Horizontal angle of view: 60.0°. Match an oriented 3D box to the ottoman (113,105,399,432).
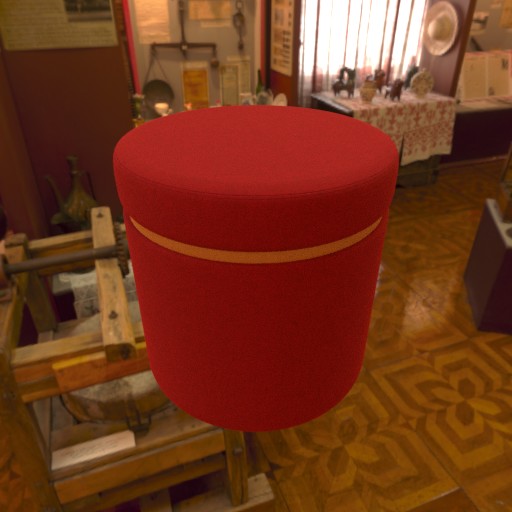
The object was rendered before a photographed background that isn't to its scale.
[{"bbox_3d":[0.000,0.000,0.736,0.400,0.406,0.400,0,32,0],"label":"ottoman"}]
